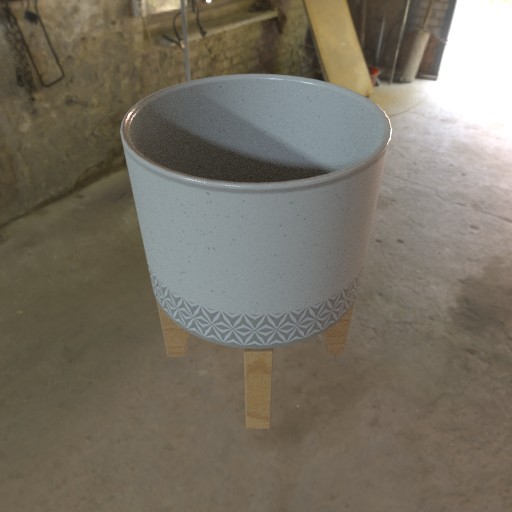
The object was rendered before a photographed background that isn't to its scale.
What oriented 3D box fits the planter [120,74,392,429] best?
[{"bbox_3d":[0.000,0.000,0.274,0.130,0.178,0.130,0,40,0],"label":"planter"}]
